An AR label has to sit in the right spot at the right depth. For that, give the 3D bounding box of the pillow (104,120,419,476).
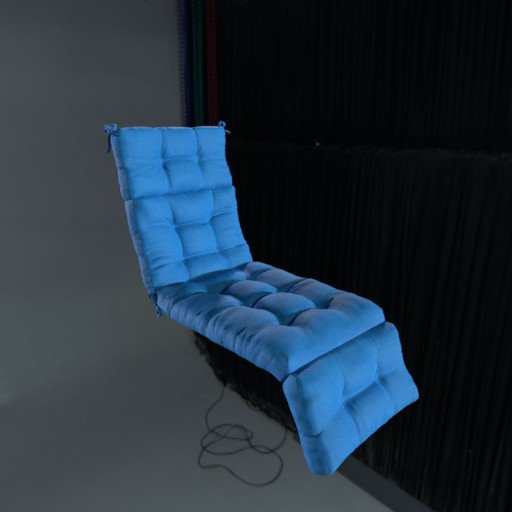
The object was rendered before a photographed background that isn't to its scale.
[{"bbox_3d":[0.000,0.000,1.471,0.526,0.863,1.016,-16,23,-42],"label":"pillow"}]
